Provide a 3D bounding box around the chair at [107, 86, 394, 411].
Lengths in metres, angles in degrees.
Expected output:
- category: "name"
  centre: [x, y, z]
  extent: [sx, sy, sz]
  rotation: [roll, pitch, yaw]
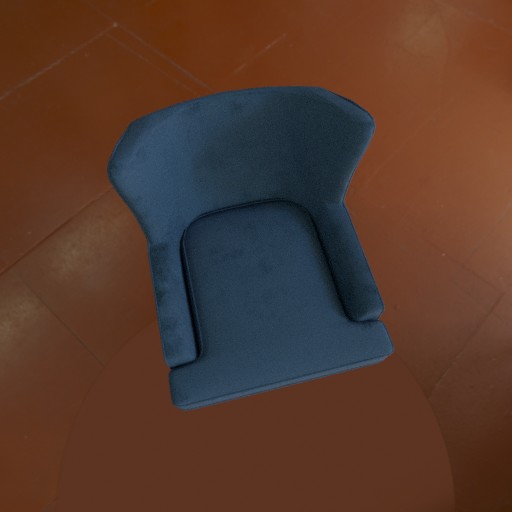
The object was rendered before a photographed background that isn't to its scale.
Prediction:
- category: "chair"
  centre: [0.000, 0.000, 1.635]
  extent: [0.793, 0.952, 0.910]
  rotation: [-12, 65, -6]
